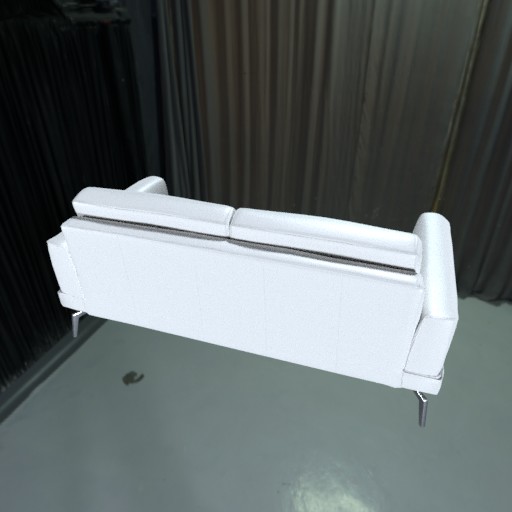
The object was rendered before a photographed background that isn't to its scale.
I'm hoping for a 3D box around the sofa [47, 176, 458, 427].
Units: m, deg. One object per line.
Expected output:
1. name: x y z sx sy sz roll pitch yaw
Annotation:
1. sofa: 0.000 0.000 2.646 2.177 0.930 1.121 10 32 16
